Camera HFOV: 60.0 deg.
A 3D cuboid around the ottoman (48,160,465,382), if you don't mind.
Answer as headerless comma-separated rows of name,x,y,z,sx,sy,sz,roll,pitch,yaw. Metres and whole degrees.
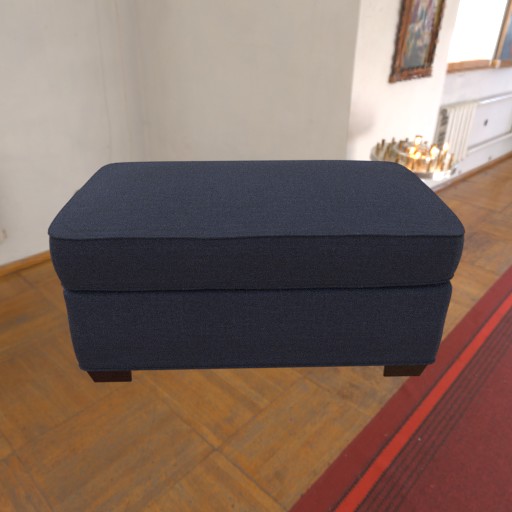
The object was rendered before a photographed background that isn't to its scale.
ottoman,0.000,0.000,1.198,0.895,0.453,0.505,-1,29,-1
